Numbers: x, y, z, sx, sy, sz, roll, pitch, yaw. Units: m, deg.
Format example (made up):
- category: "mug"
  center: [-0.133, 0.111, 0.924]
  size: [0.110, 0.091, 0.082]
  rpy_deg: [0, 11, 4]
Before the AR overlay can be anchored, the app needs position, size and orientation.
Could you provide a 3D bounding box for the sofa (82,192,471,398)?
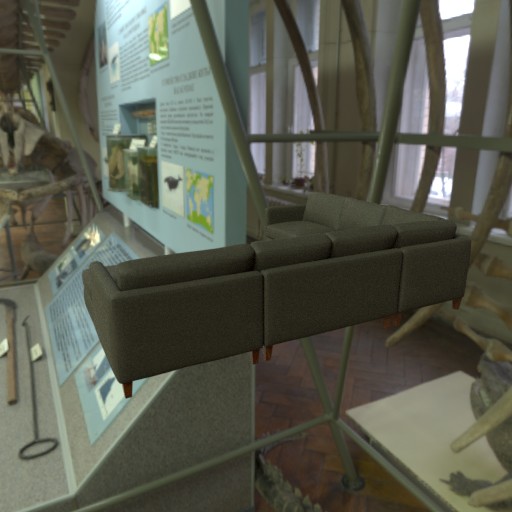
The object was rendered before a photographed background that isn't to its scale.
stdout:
- category: "sofa"
  center: [0.000, 0.000, 4.694]
  size: [3.460, 0.961, 2.594]
  rpy_deg: [-8, 18, -27]
